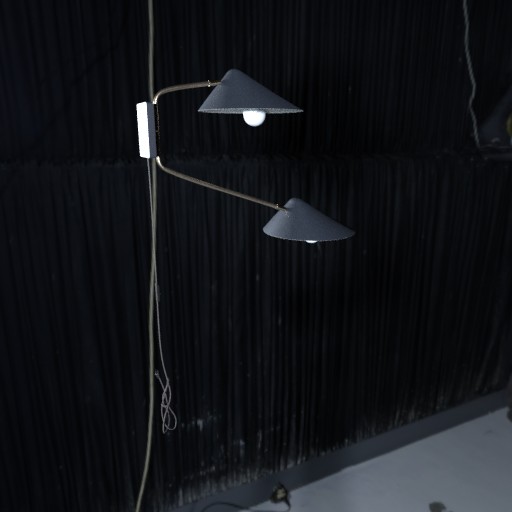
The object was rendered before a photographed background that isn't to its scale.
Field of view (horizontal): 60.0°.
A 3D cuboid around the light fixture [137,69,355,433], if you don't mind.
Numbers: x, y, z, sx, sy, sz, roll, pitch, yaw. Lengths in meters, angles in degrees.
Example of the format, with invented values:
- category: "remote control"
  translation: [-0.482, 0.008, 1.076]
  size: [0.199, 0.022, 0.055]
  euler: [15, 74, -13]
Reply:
- category: "light fixture"
  translation: [0.000, 0.000, 0.856]
  size: [0.422, 0.665, 0.189]
  euler: [-8, 17, -26]
